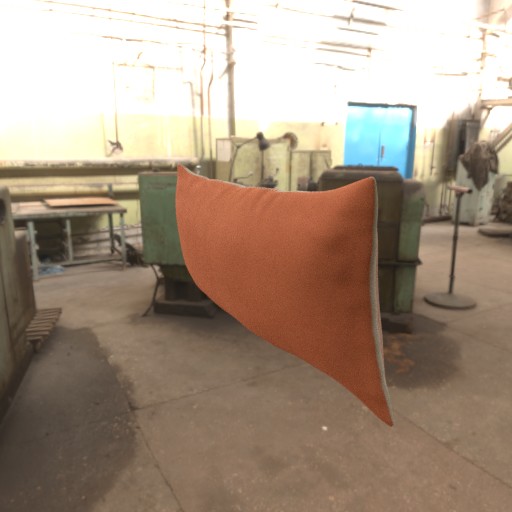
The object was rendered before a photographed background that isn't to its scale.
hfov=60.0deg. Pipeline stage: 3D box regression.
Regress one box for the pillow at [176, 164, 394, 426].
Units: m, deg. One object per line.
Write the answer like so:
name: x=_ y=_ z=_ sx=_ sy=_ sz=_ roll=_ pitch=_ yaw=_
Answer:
pillow: x=0.000 y=0.000 z=0.738 sx=0.156 sy=0.292 sz=0.608 roll=-7 pitch=15 yaw=-27
